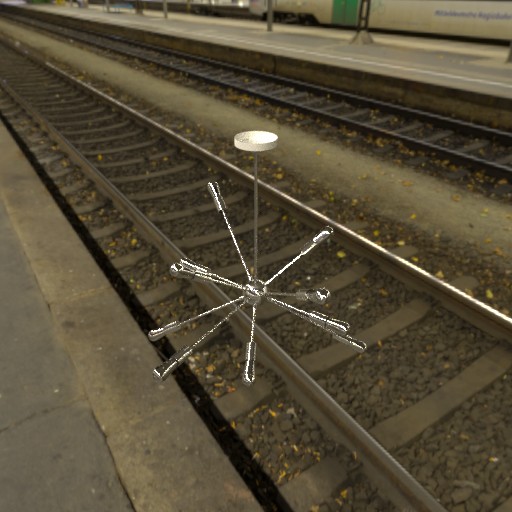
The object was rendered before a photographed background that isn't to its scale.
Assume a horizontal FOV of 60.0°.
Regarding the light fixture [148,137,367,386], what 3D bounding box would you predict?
[{"bbox_3d":[0.000,0.000,1.034,0.509,0.558,0.684,20,37,29],"label":"light fixture"}]
